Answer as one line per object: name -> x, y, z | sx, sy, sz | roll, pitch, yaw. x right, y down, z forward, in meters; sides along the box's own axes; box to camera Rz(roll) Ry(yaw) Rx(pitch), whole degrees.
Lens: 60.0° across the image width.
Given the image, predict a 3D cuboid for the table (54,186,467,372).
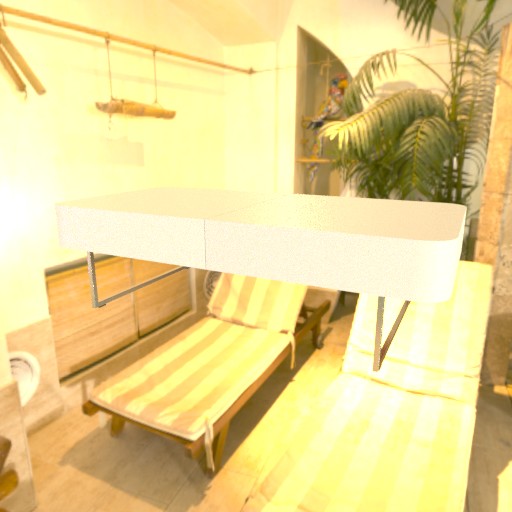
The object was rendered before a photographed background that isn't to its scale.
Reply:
table -> 0.000, 0.000, 1.450 | 1.200, 0.340, 0.600 | 7, 17, 26
